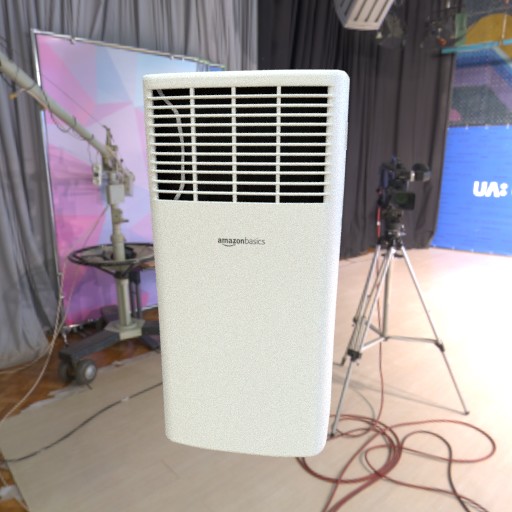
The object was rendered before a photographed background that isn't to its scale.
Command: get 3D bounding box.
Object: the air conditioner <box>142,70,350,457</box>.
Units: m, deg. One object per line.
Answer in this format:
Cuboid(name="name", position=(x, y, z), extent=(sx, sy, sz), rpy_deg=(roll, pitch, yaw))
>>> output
Cuboid(name="air conditioner", position=(0.000, 0.000, 0.805), extent=(0.304, 0.606, 0.349), rpy_deg=(2, 15, 9))
